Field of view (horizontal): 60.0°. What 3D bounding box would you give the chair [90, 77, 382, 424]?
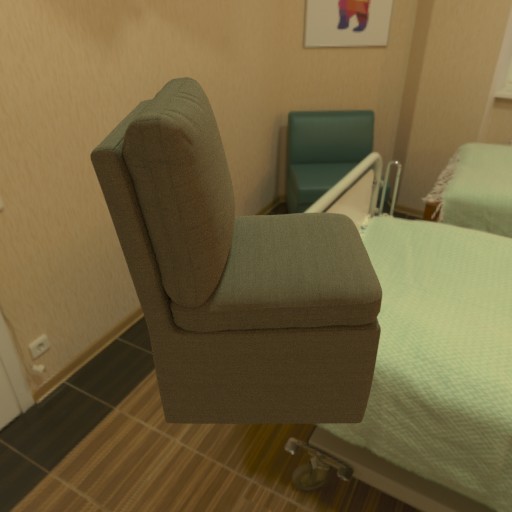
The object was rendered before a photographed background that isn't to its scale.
[{"bbox_3d":[0.000,0.000,1.316,0.698,0.927,0.503,0,31,0],"label":"chair"}]
